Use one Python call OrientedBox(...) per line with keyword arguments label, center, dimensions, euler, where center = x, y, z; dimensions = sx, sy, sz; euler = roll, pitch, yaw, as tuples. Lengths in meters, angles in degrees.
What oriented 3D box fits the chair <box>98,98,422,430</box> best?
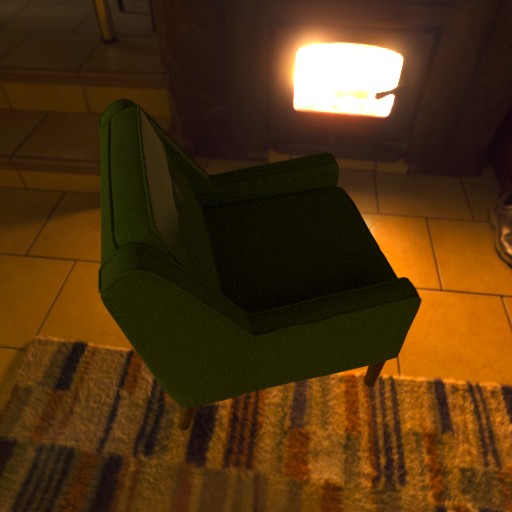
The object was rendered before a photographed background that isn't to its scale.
OrientedBox(label="chair", center=(0.000, 0.000, 1.308), dimensions=(0.743, 0.792, 0.663), euler=(-10, 48, -9))
